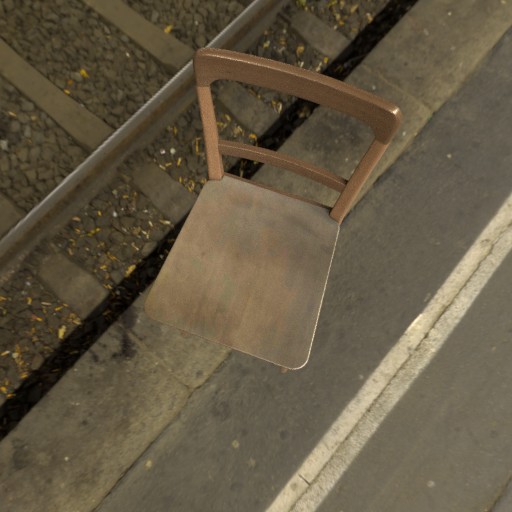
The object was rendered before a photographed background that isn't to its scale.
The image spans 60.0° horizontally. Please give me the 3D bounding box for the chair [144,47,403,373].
[{"bbox_3d":[0.000,0.000,1.284,0.450,0.991,0.546,19,76,5],"label":"chair"}]
